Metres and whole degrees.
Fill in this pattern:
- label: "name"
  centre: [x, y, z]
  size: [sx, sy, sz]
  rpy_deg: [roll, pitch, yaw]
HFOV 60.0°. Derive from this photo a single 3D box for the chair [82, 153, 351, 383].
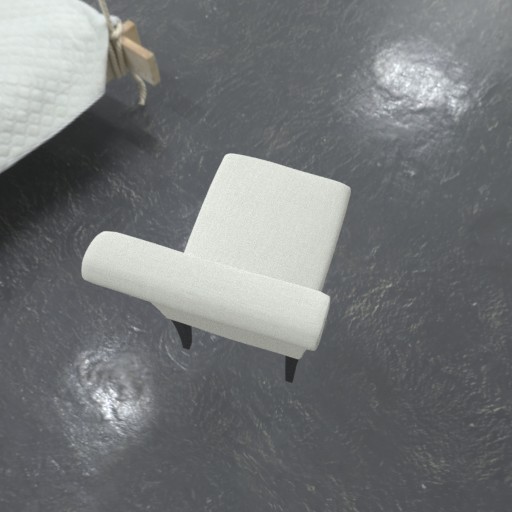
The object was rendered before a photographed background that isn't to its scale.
- label: "chair"
  centre: [0.000, 0.000, 1.331]
  size: [0.452, 0.976, 0.708]
  rpy_deg: [16, 65, 8]
